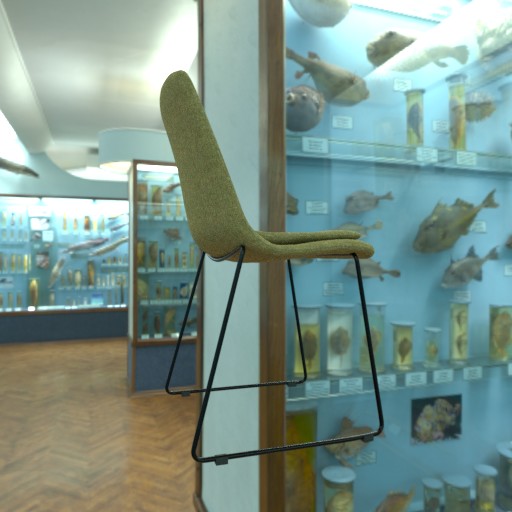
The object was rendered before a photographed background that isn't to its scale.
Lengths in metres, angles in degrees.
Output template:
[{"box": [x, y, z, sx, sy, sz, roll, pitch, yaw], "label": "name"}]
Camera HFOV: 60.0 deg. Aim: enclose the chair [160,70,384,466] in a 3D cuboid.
[{"box": [0.000, 0.000, 1.175, 0.496, 0.849, 0.479, 0, 0, -18], "label": "chair"}]
